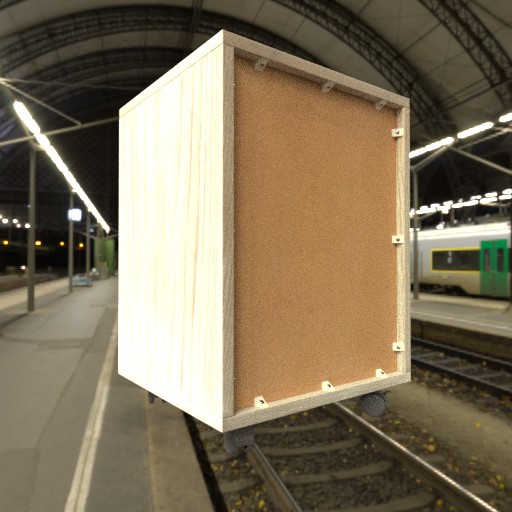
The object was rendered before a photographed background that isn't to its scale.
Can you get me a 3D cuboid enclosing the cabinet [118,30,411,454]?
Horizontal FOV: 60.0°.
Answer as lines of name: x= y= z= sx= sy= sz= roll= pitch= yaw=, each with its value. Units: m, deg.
cabinet: x=0.000 y=0.000 z=0.852 sx=0.409 sy=0.579 sz=0.401 roll=1 pitch=-1 yaw=-37
